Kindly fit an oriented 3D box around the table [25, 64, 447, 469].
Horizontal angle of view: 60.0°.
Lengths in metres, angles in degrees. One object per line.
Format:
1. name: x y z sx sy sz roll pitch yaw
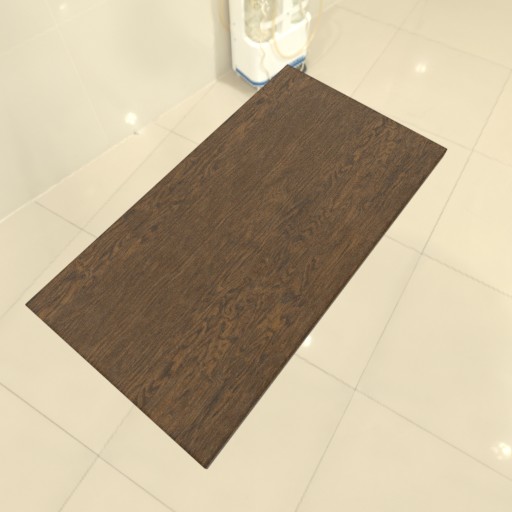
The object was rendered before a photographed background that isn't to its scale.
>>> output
1. table: 0.000 0.000 2.543 1.078 0.795 1.989 35 68 16
